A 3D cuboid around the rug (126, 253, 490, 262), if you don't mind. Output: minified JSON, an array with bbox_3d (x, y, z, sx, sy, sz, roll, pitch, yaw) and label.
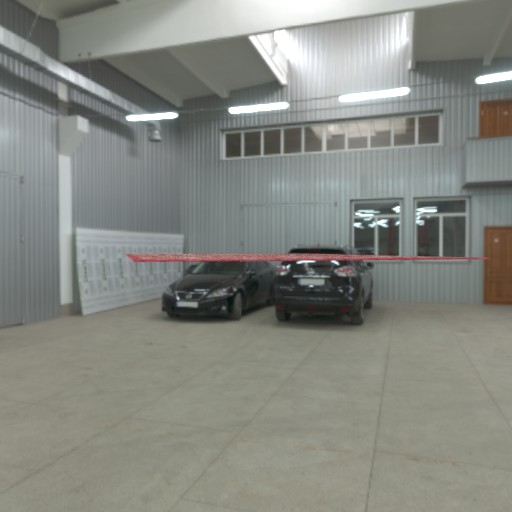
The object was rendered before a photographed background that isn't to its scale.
[{"bbox_3d":[0.000,0.000,2.848,1.579,0.007,2.184,0,1,-17],"label":"rug"}]
